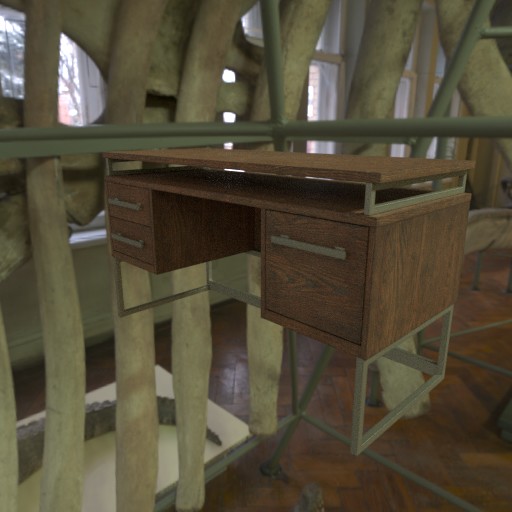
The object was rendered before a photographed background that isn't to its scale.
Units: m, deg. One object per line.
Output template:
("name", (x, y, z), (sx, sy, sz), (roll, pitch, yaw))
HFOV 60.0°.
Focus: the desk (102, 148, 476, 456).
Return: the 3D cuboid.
("desk", (0.000, 0.000, 1.793), (0.610, 0.792, 1.384), (-15, 22, -42))
